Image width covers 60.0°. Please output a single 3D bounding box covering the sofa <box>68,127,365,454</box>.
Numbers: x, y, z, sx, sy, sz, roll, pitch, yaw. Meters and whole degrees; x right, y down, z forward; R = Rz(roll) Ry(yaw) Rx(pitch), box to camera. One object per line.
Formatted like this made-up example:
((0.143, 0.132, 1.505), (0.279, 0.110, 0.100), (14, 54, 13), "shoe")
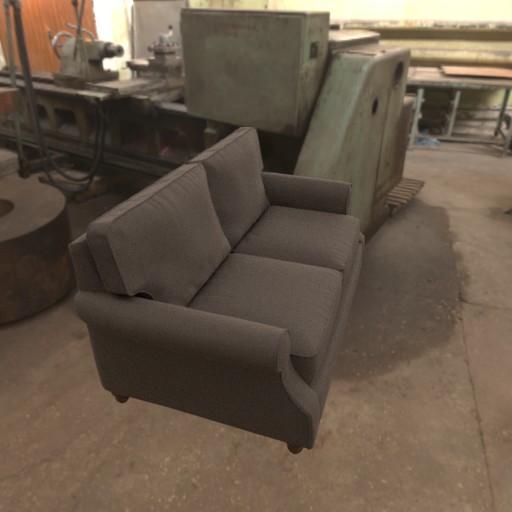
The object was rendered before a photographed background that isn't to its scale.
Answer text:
((0.000, 0.000, 2.232), (0.964, 0.937, 1.665), (9, 31, 16), "sofa")
